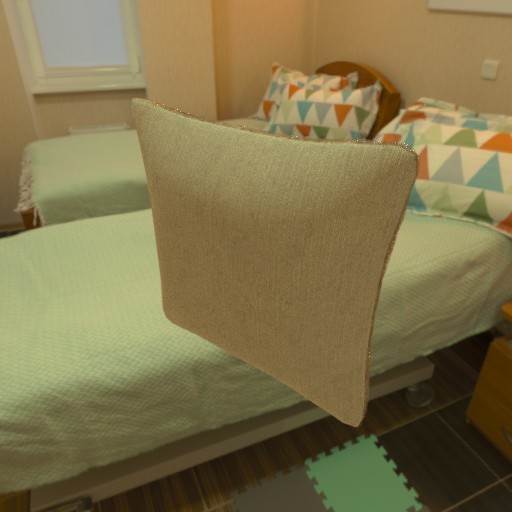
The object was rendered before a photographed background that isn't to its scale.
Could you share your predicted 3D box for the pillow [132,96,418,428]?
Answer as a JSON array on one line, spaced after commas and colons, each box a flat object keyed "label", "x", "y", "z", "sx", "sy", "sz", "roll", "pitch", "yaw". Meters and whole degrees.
[{"label": "pillow", "x": 0.000, "y": 0.000, "z": 0.825, "sx": 0.538, "sy": 0.525, "sz": 0.216, "roll": 21, "pitch": 37, "yaw": 31}]
